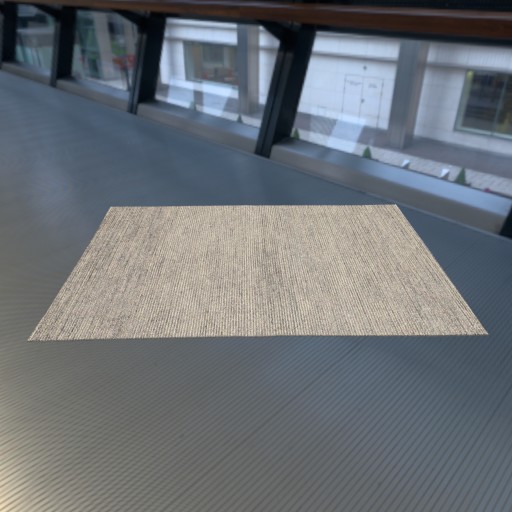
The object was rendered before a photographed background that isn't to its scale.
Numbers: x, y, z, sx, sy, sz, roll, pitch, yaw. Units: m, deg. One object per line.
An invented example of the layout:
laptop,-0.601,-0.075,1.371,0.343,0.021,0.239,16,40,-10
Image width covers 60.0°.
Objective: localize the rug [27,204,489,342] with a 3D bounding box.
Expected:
rug,0.000,0.000,2.882,2.307,0.030,1.604,0,30,-1
